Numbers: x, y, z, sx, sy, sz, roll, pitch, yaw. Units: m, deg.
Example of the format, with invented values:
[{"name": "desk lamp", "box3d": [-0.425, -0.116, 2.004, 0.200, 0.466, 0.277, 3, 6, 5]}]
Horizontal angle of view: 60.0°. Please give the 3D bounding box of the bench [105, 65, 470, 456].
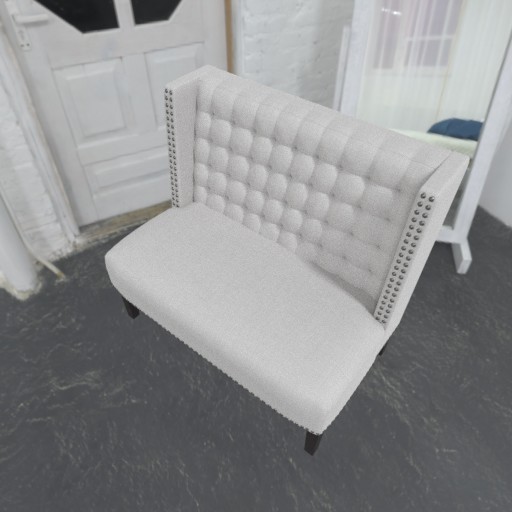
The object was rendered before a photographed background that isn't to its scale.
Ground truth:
[{"name": "bench", "box3d": [0.000, 0.000, 1.987, 1.280, 1.123, 0.847, 30, 53, 26]}]
